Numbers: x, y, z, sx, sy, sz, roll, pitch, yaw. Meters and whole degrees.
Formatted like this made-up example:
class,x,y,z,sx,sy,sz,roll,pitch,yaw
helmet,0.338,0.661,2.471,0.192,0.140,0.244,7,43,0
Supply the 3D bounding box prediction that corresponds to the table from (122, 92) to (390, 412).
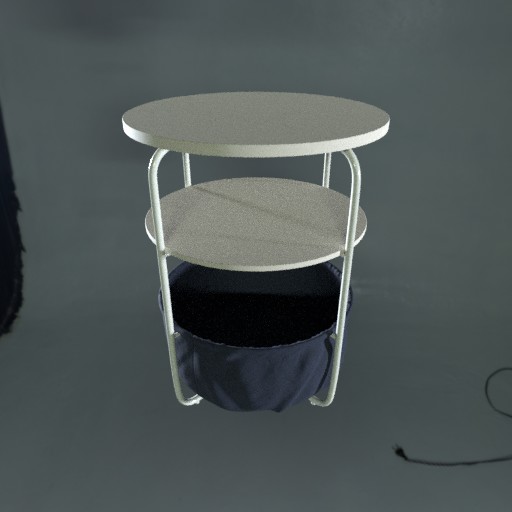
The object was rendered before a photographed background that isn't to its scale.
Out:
class,x,y,z,sx,sy,sz,roll,pitch,yaw
table,0.000,0.000,0.844,0.418,0.532,0.418,0,29,1
